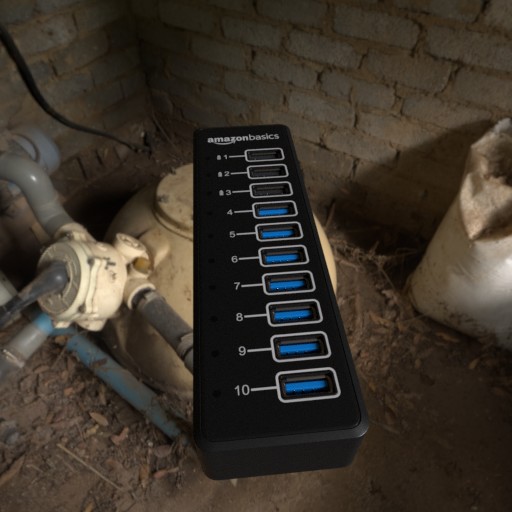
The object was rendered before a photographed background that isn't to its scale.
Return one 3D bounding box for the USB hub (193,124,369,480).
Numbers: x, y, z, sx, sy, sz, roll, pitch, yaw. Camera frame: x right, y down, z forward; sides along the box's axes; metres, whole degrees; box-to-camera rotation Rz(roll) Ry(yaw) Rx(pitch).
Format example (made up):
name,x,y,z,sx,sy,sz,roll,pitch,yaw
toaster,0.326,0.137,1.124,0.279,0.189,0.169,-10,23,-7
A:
name,x,y,z,sx,sy,sz,roll,pitch,yaw
USB hub,0.000,0.000,0.164,0.044,0.023,0.145,-4,47,-4
